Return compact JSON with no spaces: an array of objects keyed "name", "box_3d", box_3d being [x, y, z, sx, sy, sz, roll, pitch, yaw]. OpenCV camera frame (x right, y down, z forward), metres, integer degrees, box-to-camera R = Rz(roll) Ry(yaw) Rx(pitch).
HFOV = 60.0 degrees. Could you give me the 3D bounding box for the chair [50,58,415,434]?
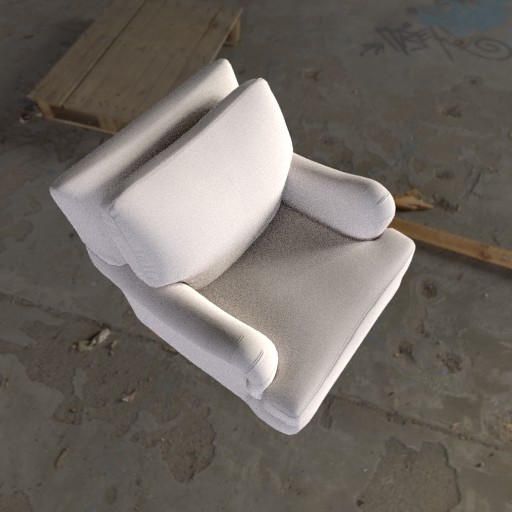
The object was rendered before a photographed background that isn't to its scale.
[{"name":"chair","box_3d":[0.000,0.000,1.843,1.070,1.038,0.955,33,63,19]}]
